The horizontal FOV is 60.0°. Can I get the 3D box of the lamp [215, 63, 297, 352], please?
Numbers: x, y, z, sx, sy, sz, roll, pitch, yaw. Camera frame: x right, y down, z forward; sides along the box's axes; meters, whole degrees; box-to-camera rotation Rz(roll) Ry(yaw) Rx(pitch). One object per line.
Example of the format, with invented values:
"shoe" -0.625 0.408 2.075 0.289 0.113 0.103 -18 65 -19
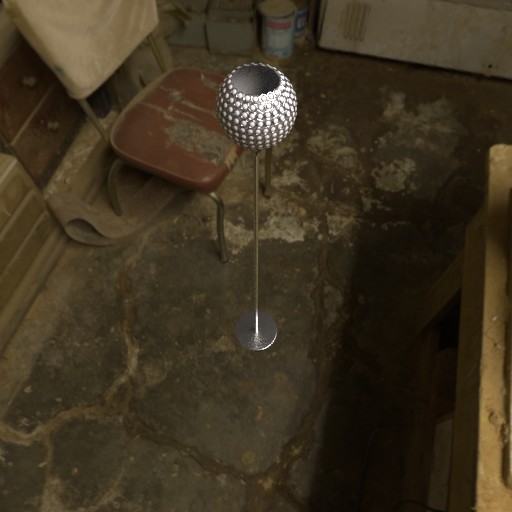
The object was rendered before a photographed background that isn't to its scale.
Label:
"lamp" 0.000 0.000 1.934 0.254 1.805 0.254 0 59 0
